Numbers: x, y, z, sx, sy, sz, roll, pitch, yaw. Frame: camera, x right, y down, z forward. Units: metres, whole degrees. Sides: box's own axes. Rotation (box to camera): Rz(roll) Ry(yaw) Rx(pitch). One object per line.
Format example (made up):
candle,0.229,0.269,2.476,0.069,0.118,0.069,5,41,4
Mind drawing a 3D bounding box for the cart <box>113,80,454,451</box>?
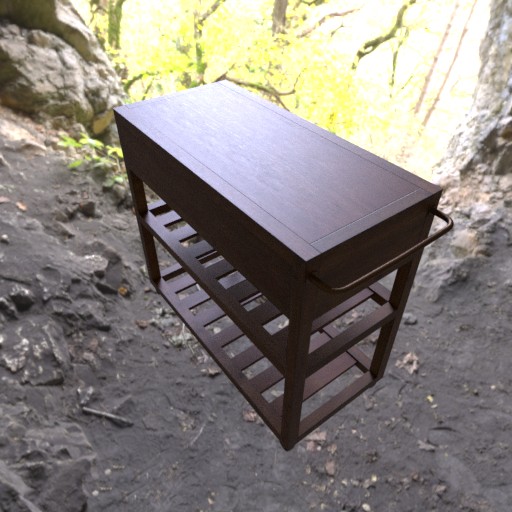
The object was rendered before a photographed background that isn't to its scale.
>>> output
cart,0.000,0.000,1.491,0.445,0.830,1.065,-26,47,-27
